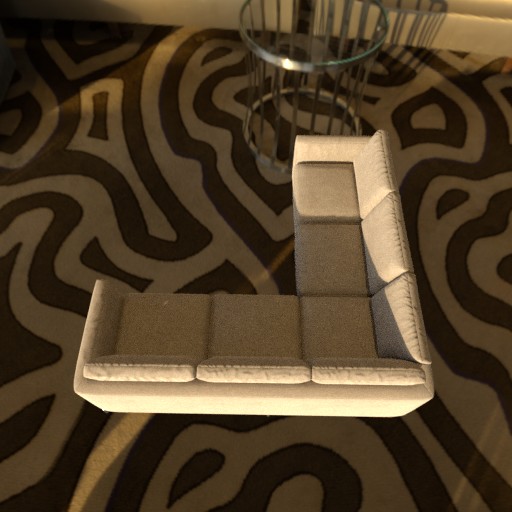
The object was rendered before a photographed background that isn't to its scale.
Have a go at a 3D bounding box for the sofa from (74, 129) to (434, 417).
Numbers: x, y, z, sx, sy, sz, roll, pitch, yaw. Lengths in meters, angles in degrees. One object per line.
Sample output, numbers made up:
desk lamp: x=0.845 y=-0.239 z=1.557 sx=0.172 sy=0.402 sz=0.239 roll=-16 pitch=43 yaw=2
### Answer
sofa: x=0.000 y=0.000 z=3.713 sx=2.438 sy=0.864 sz=2.438 roll=1 pitch=59 yaw=0
